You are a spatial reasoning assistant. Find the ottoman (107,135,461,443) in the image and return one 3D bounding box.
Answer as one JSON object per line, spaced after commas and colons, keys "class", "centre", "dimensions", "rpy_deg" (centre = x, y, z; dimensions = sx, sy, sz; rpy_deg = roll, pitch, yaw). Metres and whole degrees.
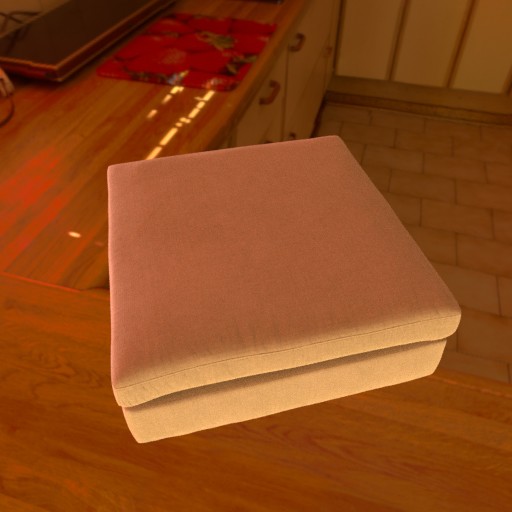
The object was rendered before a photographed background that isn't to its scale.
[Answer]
{"class": "ottoman", "centre": [0.000, 0.000, 1.857], "dimensions": [1.171, 0.517, 1.203], "rpy_deg": [-10, 47, -10]}
